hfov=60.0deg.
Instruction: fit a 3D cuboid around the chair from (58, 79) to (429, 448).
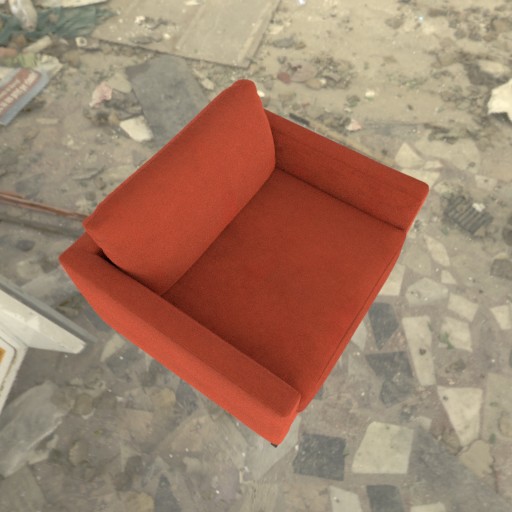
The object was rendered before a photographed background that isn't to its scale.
[{"bbox_3d":[0.000,0.000,1.626,0.875,0.812,0.964,30,63,17],"label":"chair"}]
